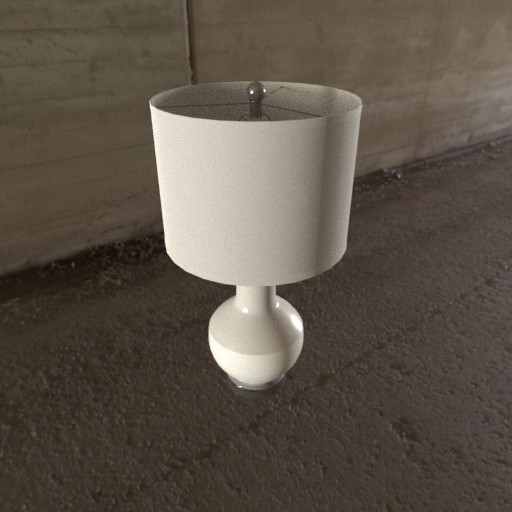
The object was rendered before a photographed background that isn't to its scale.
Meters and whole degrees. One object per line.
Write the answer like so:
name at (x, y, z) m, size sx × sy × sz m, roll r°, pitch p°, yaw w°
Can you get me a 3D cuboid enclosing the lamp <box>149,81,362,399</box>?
lamp at (0.000, 0.000, 0.908) m, size 0.357 × 0.673 × 0.357 m, roll 9°, pitch 31°, yaw 15°
